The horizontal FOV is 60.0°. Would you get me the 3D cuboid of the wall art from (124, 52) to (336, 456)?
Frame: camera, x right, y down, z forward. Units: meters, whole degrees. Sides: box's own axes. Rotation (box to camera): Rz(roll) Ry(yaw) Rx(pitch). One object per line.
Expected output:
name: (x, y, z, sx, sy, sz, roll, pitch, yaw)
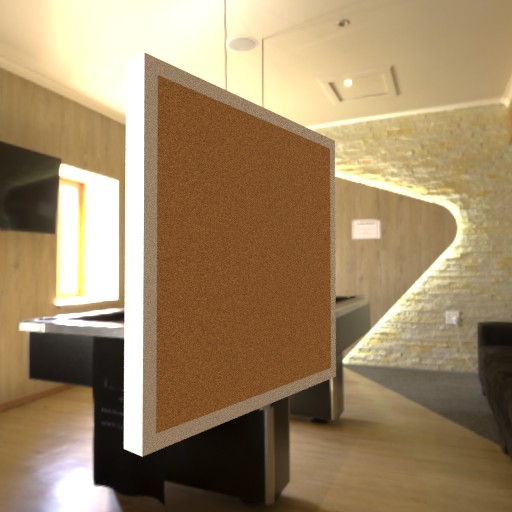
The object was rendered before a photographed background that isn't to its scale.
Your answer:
wall art: (0.000, 0.000, 0.768, 0.038, 0.508, 0.507, -1, -2, 38)
